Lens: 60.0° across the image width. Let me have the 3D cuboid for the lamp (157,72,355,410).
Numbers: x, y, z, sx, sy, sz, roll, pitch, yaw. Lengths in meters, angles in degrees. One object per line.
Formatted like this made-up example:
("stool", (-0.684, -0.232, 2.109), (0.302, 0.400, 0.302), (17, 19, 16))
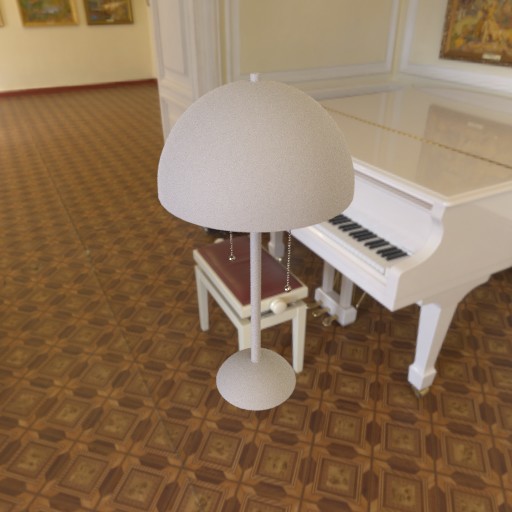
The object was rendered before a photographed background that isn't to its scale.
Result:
("lamp", (0.000, 0.000, 0.429), (0.171, 0.330, 0.171), (0, 31, 0))
